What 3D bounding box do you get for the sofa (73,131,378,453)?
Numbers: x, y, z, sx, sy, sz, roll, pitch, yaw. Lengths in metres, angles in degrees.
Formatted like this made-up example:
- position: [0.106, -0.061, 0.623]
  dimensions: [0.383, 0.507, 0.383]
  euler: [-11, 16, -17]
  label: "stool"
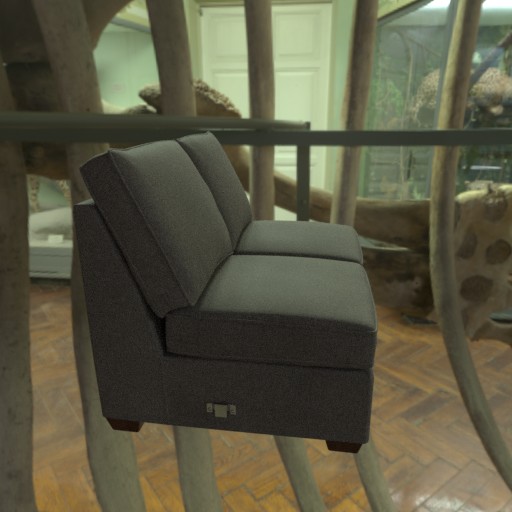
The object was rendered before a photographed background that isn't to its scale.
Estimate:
- position: [0.000, 0.000, 1.952]
  dimensions: [0.951, 1.008, 1.237]
  euler: [3, 18, 8]
  label: "sofa"
